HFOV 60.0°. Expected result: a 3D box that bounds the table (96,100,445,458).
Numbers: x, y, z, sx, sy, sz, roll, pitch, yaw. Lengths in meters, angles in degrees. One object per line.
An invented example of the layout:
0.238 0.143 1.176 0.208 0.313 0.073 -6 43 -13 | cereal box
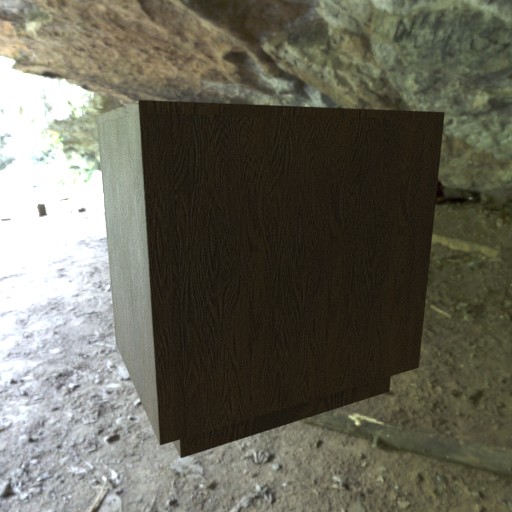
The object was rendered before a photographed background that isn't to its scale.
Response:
0.000 0.000 0.958 0.560 0.585 0.439 -7 16 -26 | table
